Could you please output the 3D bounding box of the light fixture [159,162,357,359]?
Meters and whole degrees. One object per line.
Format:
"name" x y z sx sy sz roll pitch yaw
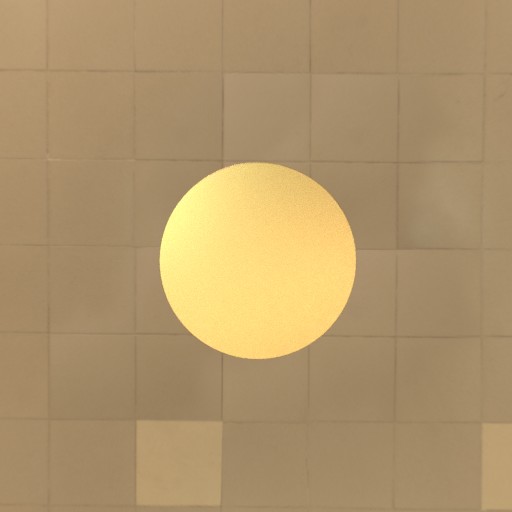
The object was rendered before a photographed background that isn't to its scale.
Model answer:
"light fixture" 0.000 0.000 0.575 0.146 0.510 0.147 0 91 0
